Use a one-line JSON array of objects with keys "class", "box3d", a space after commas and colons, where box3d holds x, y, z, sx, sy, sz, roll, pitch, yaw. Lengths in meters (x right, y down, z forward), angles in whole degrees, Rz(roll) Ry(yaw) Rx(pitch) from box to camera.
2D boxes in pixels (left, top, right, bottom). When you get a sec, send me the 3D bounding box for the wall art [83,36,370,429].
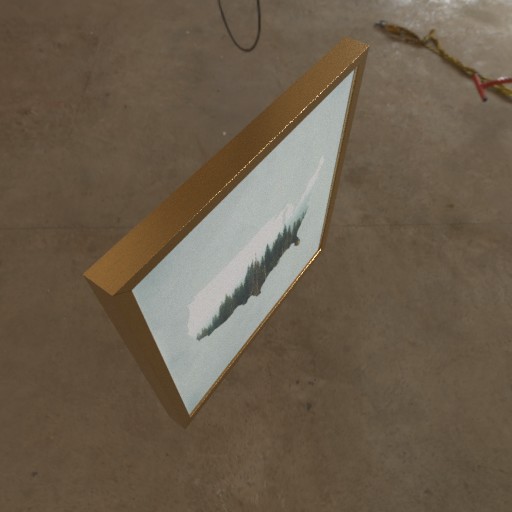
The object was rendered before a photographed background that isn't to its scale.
[{"class": "wall art", "box3d": [0.000, 0.000, 0.741, 0.040, 0.509, 0.509, 31, 61, 19]}]
